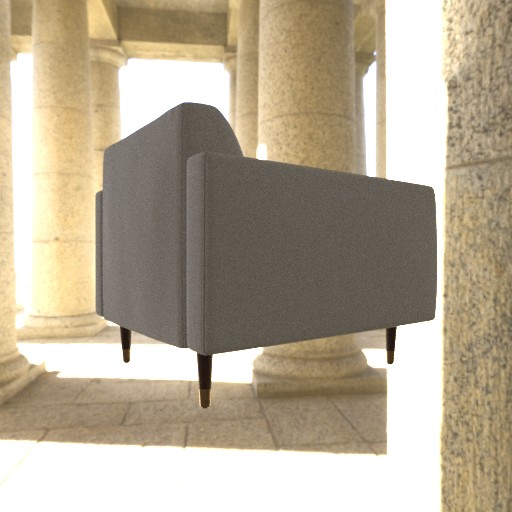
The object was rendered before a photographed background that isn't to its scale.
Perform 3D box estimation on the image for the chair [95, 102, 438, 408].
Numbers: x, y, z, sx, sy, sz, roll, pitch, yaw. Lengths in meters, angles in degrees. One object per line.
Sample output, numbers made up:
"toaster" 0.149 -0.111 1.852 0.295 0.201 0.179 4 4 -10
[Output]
"chair" 0.000 0.000 1.682 0.998 0.819 0.953 0 0 -36
